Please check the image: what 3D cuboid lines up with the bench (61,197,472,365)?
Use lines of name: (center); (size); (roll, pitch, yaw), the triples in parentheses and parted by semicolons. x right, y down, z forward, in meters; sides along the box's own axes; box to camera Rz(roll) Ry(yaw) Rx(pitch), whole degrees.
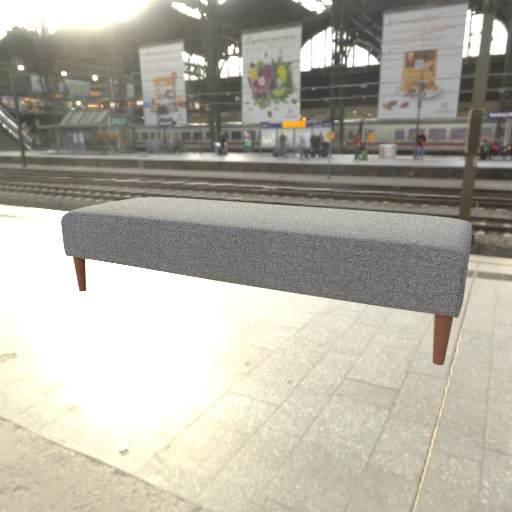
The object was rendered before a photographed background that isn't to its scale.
bench: (0.000, 0.000, 1.854); (1.598, 0.384, 0.631); (7, 16, 26)
